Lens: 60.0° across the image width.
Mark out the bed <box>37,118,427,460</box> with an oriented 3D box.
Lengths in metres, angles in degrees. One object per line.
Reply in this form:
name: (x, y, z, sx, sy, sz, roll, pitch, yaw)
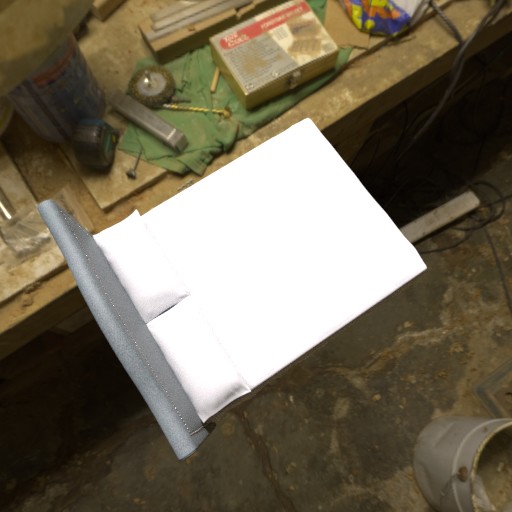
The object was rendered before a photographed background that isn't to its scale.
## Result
bed: (0.000, 0.000, 3.305, 2.143, 1.460, 1.753, -33, 77, -9)
